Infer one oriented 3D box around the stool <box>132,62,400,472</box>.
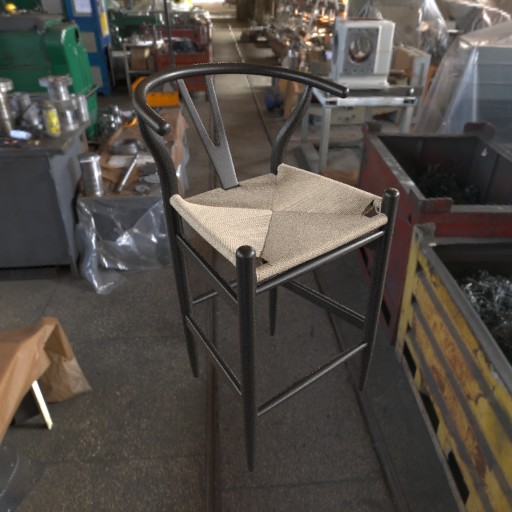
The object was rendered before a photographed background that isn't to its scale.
[{"bbox_3d":[0.000,0.000,1.292,0.569,0.970,0.579,-23,39,-31],"label":"stool"}]
